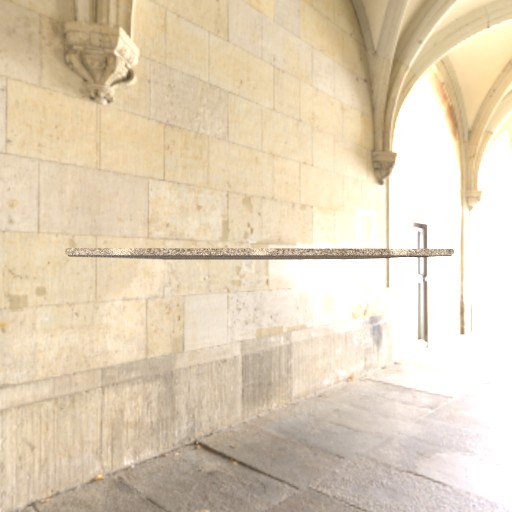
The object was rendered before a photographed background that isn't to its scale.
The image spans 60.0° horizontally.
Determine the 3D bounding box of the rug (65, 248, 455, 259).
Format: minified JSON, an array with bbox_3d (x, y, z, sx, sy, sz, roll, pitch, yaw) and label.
[{"bbox_3d":[0.000,0.000,2.144,1.200,0.025,1.600,0,-1,-1],"label":"rug"}]
